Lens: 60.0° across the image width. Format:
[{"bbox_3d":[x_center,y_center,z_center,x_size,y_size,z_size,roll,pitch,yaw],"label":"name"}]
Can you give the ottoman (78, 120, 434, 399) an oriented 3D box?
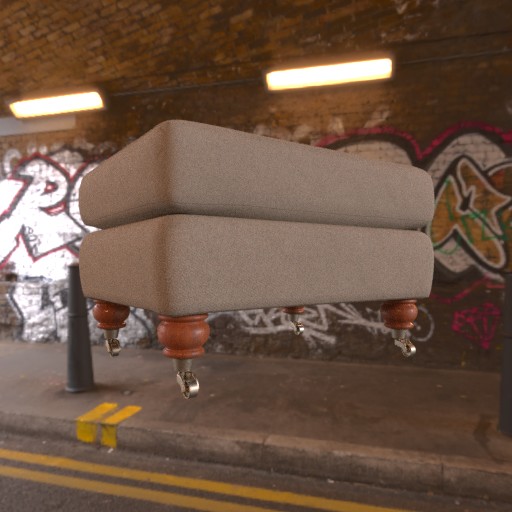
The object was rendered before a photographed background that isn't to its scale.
[{"bbox_3d":[0.000,0.000,1.146,0.773,0.504,0.569,1,-1,-35],"label":"ottoman"}]
